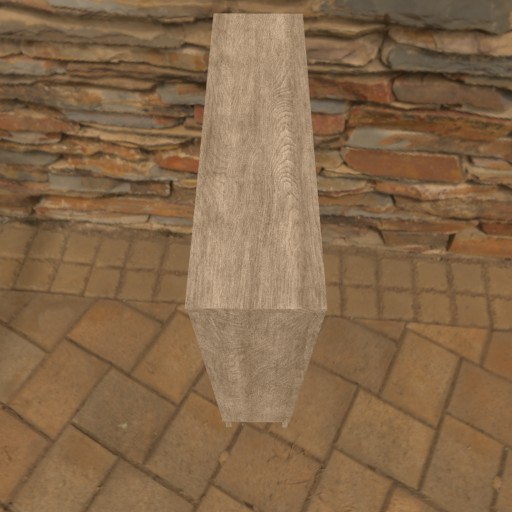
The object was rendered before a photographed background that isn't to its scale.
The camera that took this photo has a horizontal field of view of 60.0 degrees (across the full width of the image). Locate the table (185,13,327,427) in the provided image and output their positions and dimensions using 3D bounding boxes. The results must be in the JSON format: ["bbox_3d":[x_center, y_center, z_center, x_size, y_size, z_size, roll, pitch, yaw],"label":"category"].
[{"bbox_3d":[0.000,0.000,1.496,0.256,1.135,0.902,0,59,0],"label":"table"}]
